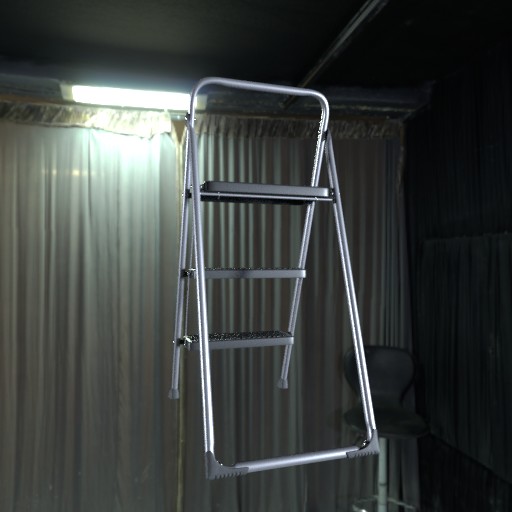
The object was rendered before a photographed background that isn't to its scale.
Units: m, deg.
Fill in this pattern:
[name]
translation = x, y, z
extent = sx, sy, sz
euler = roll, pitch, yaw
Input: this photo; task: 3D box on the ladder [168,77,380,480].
[ladder]
translation = 0.000, 0.000, 1.282
extent = 0.430, 0.945, 0.629
euler = 0, -1, -18
